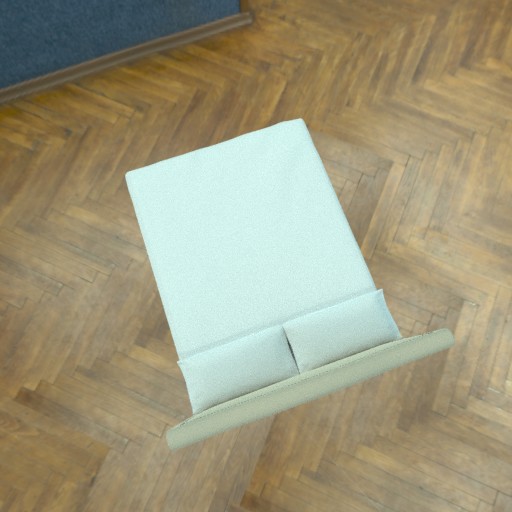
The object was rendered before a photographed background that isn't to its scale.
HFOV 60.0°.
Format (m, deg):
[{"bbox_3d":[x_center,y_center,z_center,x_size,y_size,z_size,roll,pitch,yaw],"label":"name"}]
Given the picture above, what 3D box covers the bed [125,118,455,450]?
[{"bbox_3d":[0.000,0.000,3.380,1.753,1.460,2.143,-19,75,-5],"label":"bed"}]
